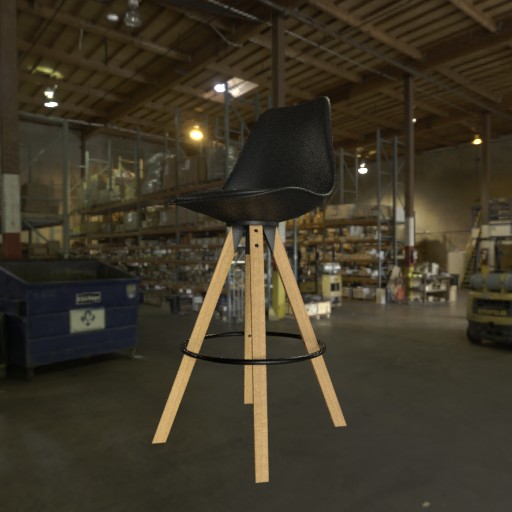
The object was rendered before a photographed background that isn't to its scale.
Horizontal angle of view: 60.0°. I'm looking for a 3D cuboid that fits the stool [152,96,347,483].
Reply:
[{"bbox_3d":[0.000,0.000,1.410,0.485,1.115,0.550,0,0,36],"label":"stool"}]
